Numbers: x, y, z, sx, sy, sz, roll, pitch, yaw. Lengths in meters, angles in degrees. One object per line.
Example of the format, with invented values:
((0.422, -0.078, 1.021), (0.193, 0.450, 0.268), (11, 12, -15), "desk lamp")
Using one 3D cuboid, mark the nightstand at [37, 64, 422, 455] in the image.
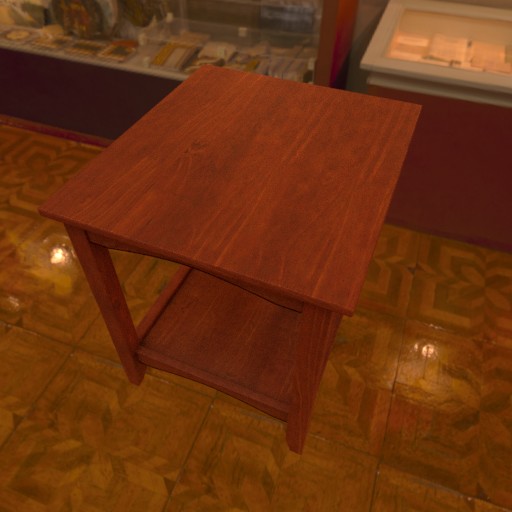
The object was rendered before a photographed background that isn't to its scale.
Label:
((0.000, 0.000, 0.996), (0.501, 0.558, 0.558), (17, 49, 15), "nightstand")
